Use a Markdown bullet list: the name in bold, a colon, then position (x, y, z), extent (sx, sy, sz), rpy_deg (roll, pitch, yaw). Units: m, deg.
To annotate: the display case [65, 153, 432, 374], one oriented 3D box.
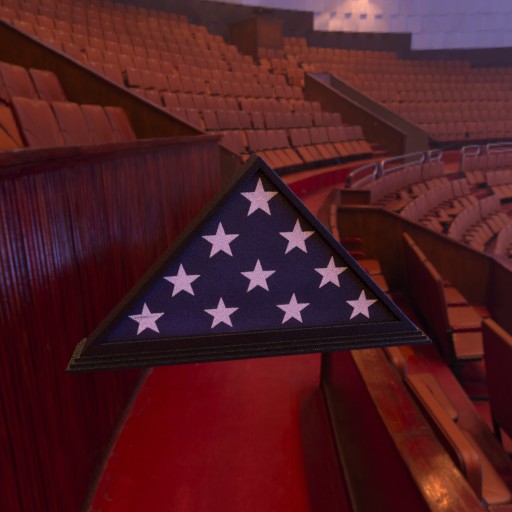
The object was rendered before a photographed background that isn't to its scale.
- **display case**: position (0.000, 0.000, 0.762), extent (0.640, 0.340, 0.095), rpy_deg (-3, 17, -9)
